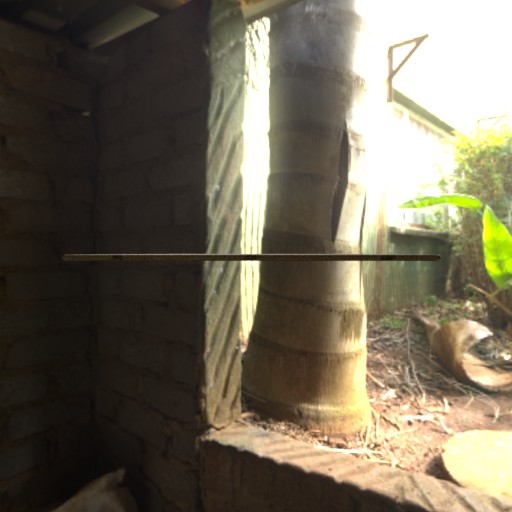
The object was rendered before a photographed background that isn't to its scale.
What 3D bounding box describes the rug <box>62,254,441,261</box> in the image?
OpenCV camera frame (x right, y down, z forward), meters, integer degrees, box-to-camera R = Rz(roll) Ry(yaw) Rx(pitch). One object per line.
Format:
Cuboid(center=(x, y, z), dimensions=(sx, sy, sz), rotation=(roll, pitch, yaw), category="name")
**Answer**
Cuboid(center=(0.000, 0.000, 2.907), dimensions=(1.501, 0.024, 2.348), rotation=(0, 0, 1), category="rug")
